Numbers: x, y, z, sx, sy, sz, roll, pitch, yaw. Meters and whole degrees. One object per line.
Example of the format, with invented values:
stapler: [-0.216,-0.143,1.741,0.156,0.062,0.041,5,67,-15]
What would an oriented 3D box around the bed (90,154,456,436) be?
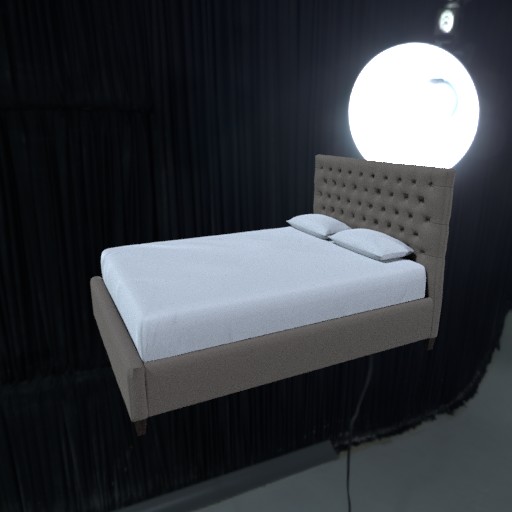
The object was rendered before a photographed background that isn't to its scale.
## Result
bed: [0.000,0.000,3.541,2.387,1.427,1.698,-8,18,-25]
